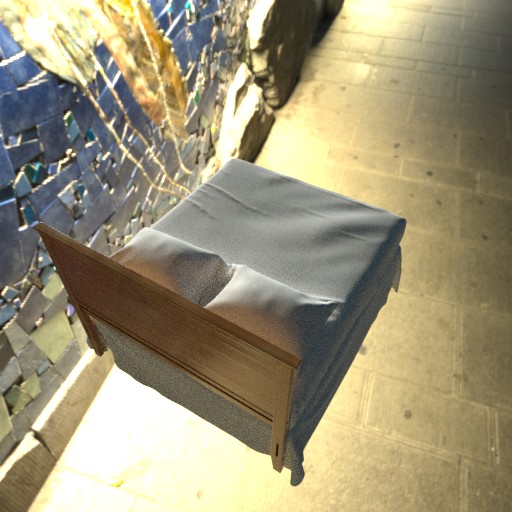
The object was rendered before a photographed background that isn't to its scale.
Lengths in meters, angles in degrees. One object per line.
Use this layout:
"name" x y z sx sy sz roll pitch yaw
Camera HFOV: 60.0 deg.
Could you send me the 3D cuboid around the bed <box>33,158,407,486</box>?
"bed" 0.000 0.000 3.172 1.870 1.273 2.035 24 50 22
